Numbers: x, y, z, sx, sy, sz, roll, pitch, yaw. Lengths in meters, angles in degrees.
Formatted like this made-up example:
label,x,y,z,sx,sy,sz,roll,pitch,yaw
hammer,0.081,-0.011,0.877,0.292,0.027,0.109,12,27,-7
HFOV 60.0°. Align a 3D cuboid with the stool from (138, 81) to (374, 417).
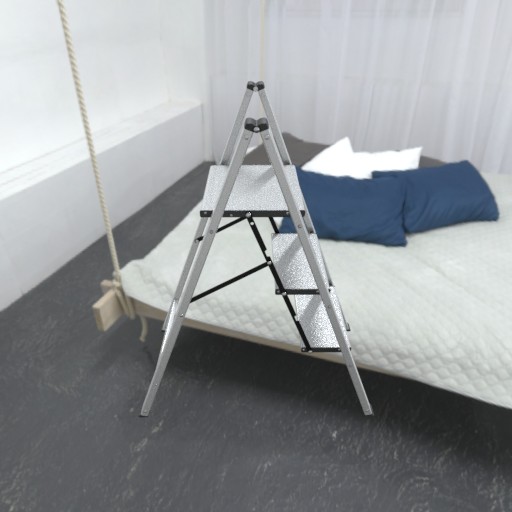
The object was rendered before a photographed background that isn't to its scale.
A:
label,x,y,z,sx,sy,sz,roll,pitch,yaw
stool,0.000,0.000,1.316,0.730,0.902,0.441,0,32,0
